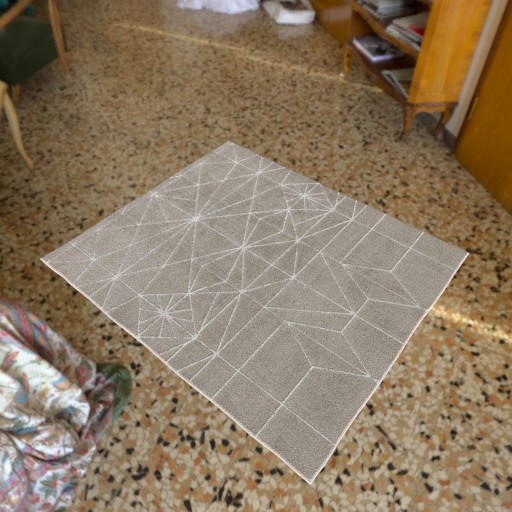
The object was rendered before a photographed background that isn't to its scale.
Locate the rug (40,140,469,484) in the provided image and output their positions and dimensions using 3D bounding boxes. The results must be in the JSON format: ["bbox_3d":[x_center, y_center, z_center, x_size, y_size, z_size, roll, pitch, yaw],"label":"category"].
[{"bbox_3d":[0.000,0.000,0.867,0.639,0.006,0.548,31,54,26],"label":"rug"}]
